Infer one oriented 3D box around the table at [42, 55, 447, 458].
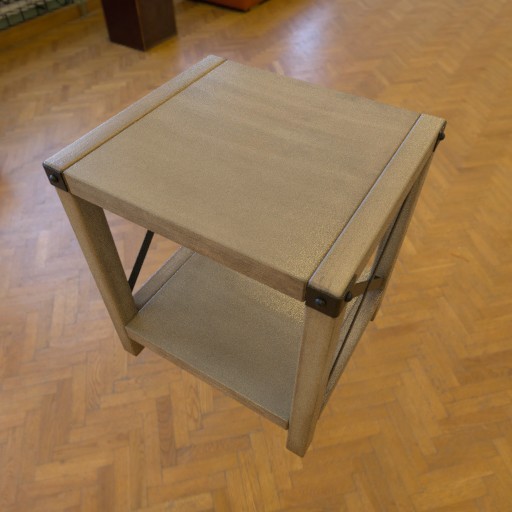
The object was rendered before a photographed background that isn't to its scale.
[{"bbox_3d":[0.000,0.000,0.921,0.510,0.561,0.459,24,52,20],"label":"table"}]
